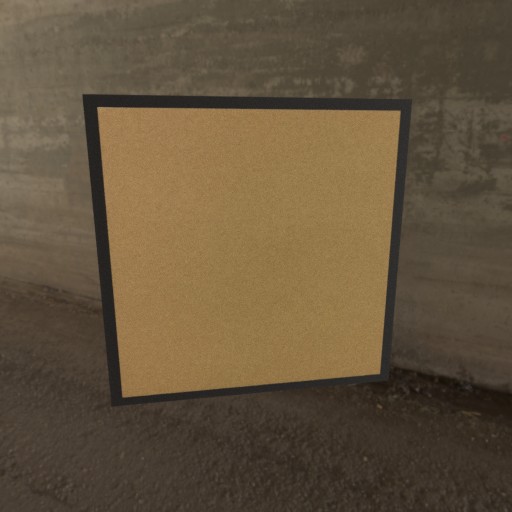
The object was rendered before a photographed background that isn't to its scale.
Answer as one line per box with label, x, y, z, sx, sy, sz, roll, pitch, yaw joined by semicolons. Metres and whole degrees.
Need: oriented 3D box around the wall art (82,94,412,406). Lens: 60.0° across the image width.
wall art;0.000;0.000;1.126;0.762;0.760;0.037;-2;15;-9
